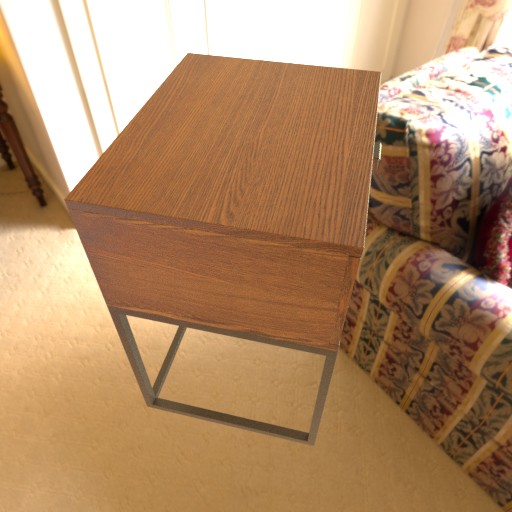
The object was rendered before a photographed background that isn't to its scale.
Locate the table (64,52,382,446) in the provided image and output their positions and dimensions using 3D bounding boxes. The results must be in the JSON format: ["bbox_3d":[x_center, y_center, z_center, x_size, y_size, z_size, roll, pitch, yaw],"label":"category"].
[{"bbox_3d":[0.000,0.000,0.927,0.400,0.610,0.482,10,47,9],"label":"table"}]
